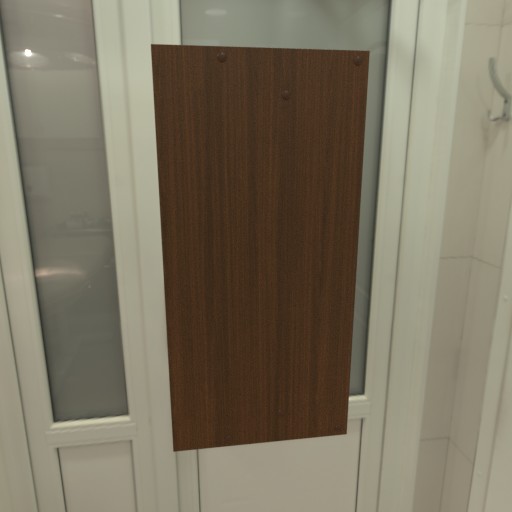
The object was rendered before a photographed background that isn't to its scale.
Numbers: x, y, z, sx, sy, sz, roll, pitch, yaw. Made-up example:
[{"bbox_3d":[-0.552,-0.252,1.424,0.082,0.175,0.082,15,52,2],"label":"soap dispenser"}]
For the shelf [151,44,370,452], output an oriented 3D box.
[{"bbox_3d":[0.000,0.000,0.723,0.290,0.600,0.147,-2,15,-8],"label":"shelf"}]
